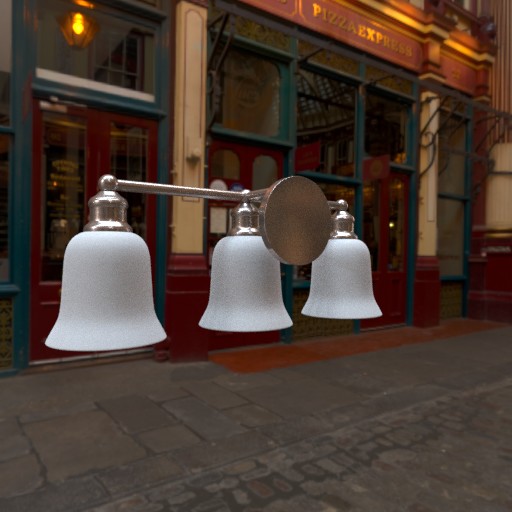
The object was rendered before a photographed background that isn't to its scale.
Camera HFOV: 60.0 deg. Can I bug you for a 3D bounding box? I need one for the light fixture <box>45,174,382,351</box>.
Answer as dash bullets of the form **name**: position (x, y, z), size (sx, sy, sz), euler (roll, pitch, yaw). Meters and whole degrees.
- **light fixture**: position (0.000, 0.000, 0.666), size (0.570, 0.211, 0.198), euler (0, 0, -36)
